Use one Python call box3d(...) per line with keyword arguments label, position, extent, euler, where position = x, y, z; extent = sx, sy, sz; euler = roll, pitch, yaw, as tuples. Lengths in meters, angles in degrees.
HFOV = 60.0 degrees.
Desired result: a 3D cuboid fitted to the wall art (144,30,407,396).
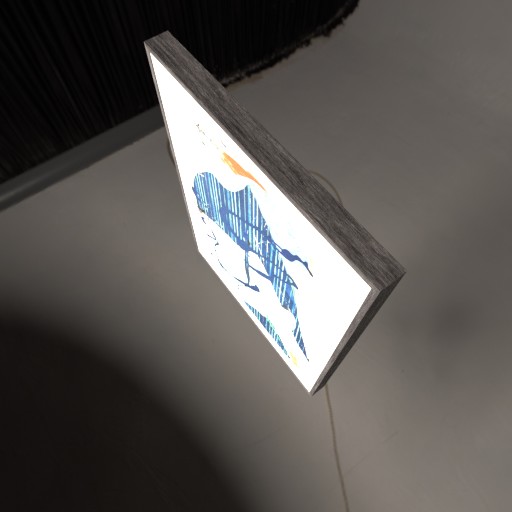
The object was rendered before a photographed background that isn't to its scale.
box3d(label="wall art", position=(0.000, 0.000, 1.326), extent=(0.063, 1.016, 0.762), euler=(-34, 68, -16))
